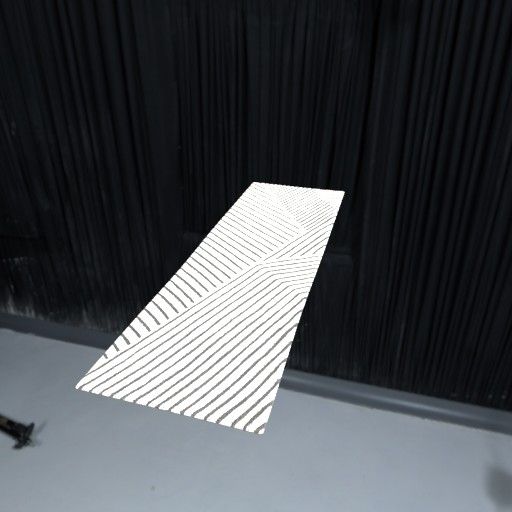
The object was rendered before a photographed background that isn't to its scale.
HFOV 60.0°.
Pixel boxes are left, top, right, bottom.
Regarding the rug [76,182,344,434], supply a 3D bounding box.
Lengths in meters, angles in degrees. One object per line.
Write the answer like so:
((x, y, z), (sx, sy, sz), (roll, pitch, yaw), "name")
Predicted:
((0.000, 0.000, 2.669), (0.773, 0.020, 2.439), (8, 30, 14), "rug")
